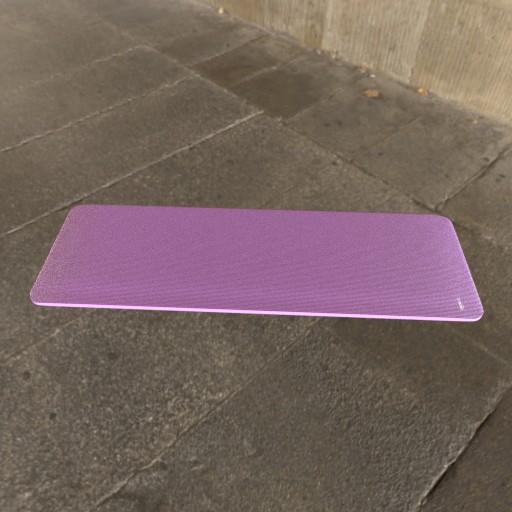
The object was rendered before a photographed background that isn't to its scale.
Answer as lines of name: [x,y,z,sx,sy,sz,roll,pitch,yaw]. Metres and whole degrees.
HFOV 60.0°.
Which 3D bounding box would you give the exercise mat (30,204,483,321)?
exercise mat: [0.000,0.000,1.991,1.869,0.021,0.616,2,47,2]
